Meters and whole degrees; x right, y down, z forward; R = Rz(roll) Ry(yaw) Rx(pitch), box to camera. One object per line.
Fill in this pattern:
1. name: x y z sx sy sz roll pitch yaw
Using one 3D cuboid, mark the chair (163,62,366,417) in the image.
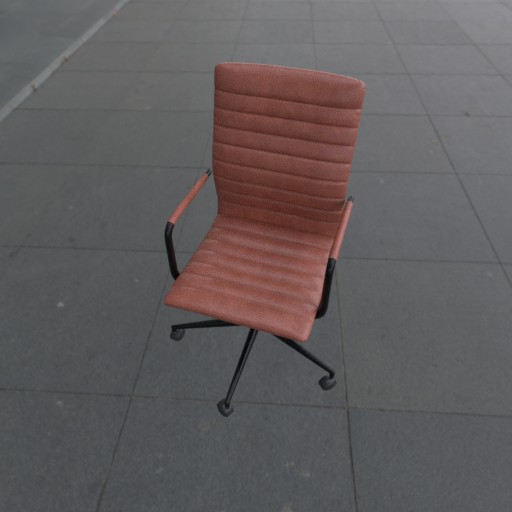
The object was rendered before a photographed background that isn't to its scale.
1. chair: 0.000 0.000 1.279 0.600 0.878 0.578 13 44 14
